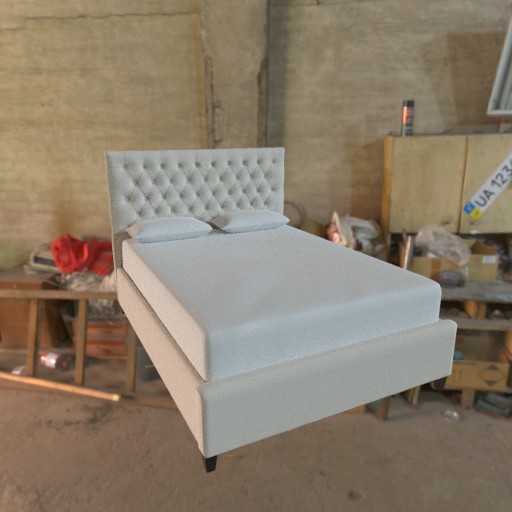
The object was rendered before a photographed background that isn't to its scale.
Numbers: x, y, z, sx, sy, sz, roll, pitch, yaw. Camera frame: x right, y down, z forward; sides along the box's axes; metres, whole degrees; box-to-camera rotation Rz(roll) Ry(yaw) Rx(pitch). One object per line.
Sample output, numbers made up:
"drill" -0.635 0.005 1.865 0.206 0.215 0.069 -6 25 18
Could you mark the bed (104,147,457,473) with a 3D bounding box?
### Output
"bed" 0.000 0.000 3.240 1.696 1.426 2.233 -8 18 -26
